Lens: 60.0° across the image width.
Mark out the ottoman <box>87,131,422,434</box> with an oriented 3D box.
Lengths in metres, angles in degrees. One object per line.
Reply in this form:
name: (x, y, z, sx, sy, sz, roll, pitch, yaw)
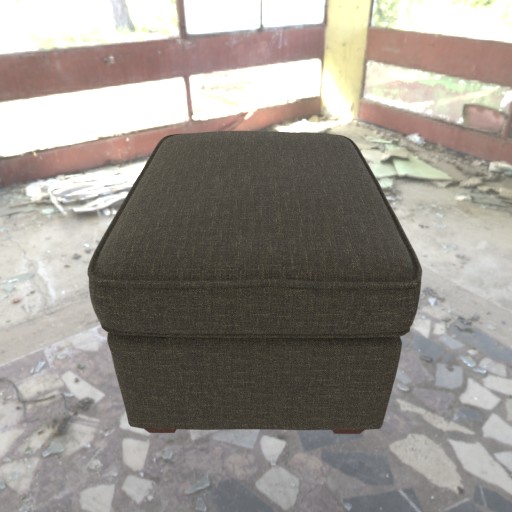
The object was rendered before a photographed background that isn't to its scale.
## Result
ottoman: (0.000, 0.000, 1.074, 0.549, 0.450, 0.749, 0, 33, 0)
